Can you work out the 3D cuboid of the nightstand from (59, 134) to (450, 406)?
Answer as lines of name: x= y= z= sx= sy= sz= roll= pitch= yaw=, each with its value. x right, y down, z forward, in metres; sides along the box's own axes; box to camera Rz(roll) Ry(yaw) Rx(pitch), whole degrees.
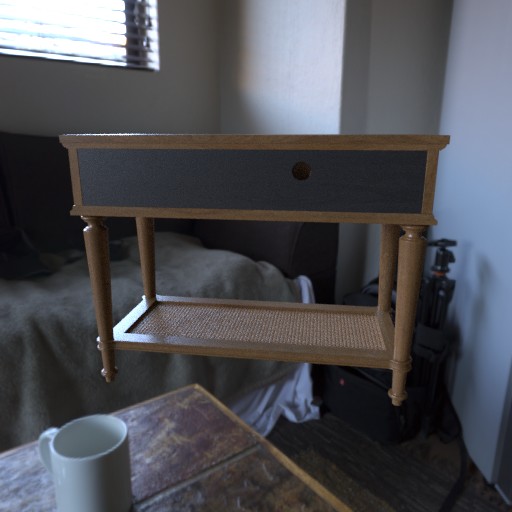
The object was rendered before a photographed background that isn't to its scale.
nightstand: x=0.000 y=0.000 z=1.324 sx=0.914 sy=0.700 sz=0.432 roll=2 pitch=16 yaw=8
